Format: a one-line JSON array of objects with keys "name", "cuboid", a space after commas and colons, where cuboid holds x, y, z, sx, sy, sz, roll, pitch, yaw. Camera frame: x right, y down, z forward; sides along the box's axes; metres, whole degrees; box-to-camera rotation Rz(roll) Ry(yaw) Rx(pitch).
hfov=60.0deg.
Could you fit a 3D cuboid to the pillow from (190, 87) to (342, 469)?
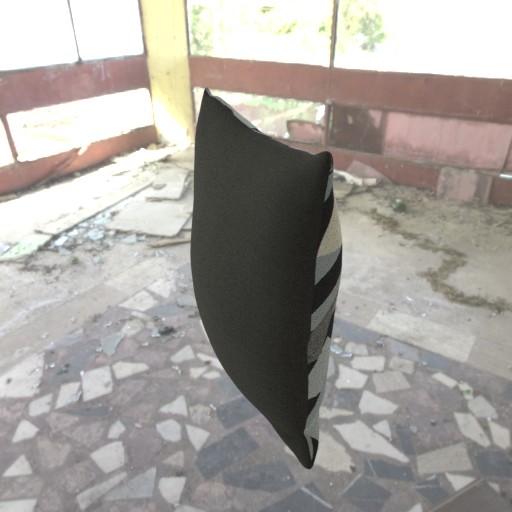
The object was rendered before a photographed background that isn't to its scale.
[{"name": "pillow", "cuboid": [0.000, 0.000, 0.767, 0.208, 0.496, 0.503, -11, 31, -18]}]
